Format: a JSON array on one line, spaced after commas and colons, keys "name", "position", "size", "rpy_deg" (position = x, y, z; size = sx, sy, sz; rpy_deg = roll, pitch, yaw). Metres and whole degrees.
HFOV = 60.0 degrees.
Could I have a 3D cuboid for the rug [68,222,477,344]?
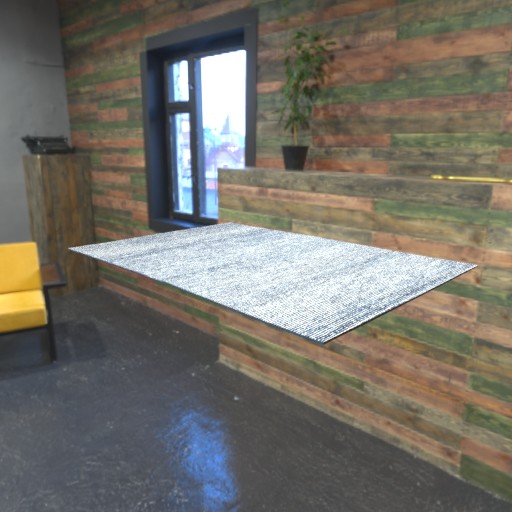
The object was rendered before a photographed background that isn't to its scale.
[{"name": "rug", "position": [0.000, 0.000, 3.043], "size": [1.624, 0.030, 2.349], "rpy_deg": [-13, 19, -43]}]
